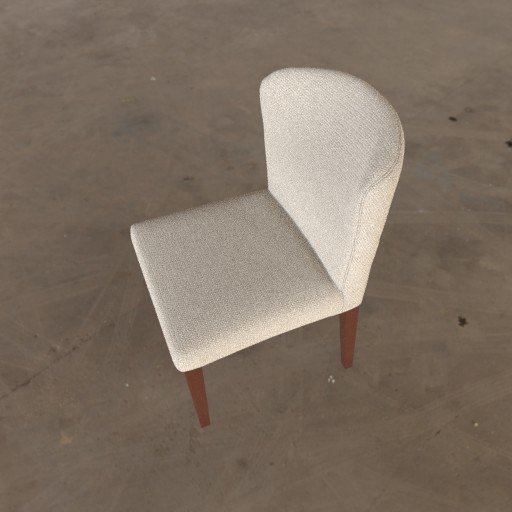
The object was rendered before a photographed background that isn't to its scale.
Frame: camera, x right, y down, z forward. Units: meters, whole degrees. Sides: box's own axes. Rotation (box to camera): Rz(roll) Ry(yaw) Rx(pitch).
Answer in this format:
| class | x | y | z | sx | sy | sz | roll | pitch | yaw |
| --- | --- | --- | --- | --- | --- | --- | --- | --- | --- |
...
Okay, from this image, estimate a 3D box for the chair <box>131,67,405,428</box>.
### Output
| class | x | y | z | sx | sy | sz | roll | pitch | yaw |
| --- | --- | --- | --- | --- | --- | --- | --- | --- | --- |
| chair | 0.000 | 0.000 | 1.199 | 0.589 | 0.839 | 0.491 | -18 | 50 | -15 |
